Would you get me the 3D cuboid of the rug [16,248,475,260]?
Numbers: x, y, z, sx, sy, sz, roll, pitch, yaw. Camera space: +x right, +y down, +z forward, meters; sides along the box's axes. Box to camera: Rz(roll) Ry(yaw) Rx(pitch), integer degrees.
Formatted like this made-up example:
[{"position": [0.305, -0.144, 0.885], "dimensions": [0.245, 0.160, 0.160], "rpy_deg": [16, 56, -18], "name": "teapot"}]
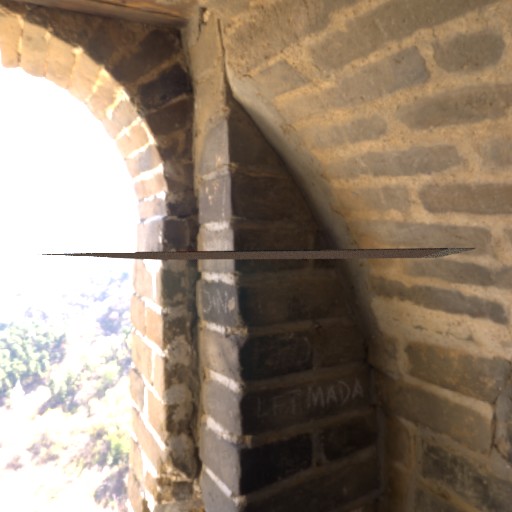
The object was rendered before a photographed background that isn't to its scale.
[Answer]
[{"position": [0.000, 0.000, 2.252], "dimensions": [1.828, 0.005, 1.220], "rpy_deg": [0, -2, 17], "name": "rug"}]
